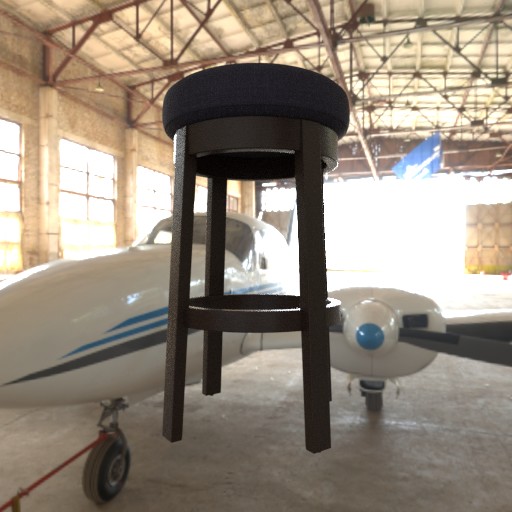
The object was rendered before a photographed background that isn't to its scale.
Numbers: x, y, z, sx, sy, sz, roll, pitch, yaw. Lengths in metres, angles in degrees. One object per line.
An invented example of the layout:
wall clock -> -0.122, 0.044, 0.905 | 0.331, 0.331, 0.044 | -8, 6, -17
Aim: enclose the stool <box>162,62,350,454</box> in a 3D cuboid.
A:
stool -> 0.000, 0.000, 1.032 | 0.446, 0.758, 0.446 | 0, 0, 0
